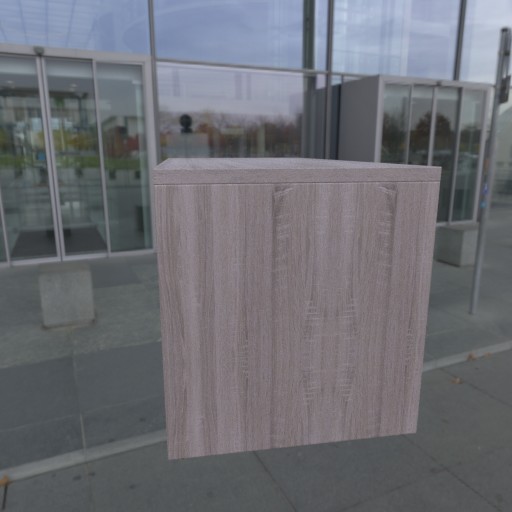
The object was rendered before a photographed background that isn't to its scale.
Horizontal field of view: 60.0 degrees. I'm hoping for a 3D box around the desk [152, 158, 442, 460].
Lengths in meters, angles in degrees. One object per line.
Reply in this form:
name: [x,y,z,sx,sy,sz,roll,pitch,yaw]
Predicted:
desk: [0.000,0.000,1.775,0.690,0.745,1.380,-2,14,-9]
